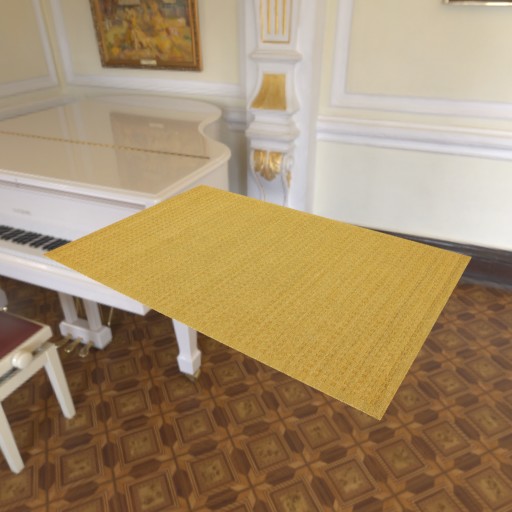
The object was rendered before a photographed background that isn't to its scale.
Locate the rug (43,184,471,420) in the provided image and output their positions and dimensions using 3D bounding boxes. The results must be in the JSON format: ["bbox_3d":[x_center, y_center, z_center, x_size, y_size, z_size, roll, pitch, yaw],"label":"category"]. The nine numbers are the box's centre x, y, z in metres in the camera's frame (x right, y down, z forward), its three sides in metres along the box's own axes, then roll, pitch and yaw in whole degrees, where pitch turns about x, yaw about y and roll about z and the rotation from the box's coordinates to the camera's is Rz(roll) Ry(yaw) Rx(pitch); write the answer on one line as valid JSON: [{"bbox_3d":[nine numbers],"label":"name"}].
[{"bbox_3d":[0.000,0.000,3.627,2.895,0.006,1.981,19,35,30],"label":"rug"}]
